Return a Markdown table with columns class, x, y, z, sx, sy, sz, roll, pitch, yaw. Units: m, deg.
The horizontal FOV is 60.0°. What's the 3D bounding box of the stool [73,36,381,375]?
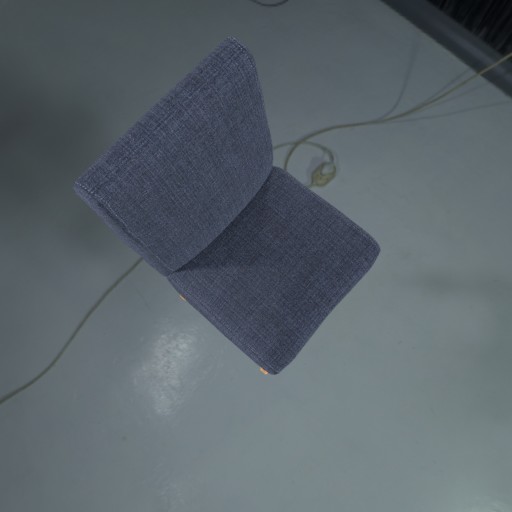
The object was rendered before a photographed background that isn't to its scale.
| class | x | y | z | sx | sy | sz | roll | pitch | yaw |
| --- | --- | --- | --- | --- | --- | --- | --- | --- | --- |
| stool | 0.000 | 0.000 | 1.268 | 0.526 | 1.010 | 0.459 | 41 | 80 | 9 |
